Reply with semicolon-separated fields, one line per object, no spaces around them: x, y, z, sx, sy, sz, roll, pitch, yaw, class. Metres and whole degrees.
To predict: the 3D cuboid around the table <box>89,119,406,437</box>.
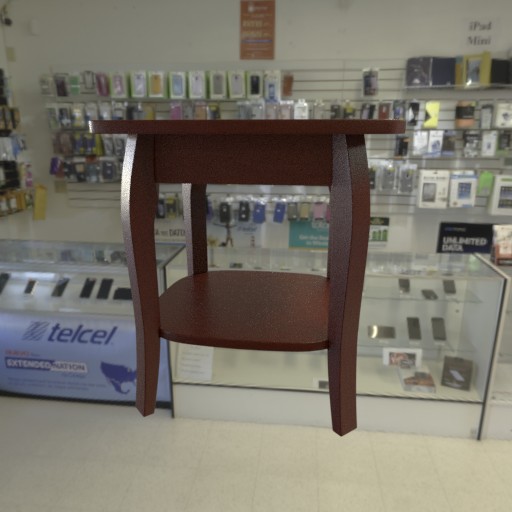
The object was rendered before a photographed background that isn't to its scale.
0.000;0.000;0.858;0.502;0.496;0.433;2;16;8;table
